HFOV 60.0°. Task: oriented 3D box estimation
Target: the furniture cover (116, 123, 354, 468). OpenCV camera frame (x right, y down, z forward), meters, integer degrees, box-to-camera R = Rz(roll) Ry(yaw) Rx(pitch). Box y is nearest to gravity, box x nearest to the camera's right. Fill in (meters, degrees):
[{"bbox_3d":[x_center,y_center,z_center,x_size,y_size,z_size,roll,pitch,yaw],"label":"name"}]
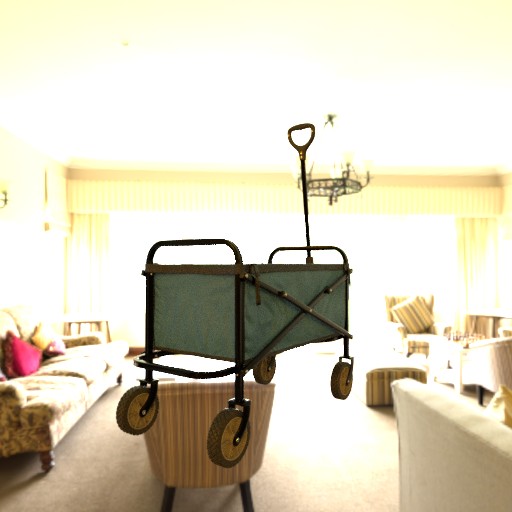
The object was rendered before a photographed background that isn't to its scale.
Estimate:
[{"bbox_3d":[0.000,0.000,1.846,0.532,1.295,1.038,-1,-1,36],"label":"furniture cover"}]
